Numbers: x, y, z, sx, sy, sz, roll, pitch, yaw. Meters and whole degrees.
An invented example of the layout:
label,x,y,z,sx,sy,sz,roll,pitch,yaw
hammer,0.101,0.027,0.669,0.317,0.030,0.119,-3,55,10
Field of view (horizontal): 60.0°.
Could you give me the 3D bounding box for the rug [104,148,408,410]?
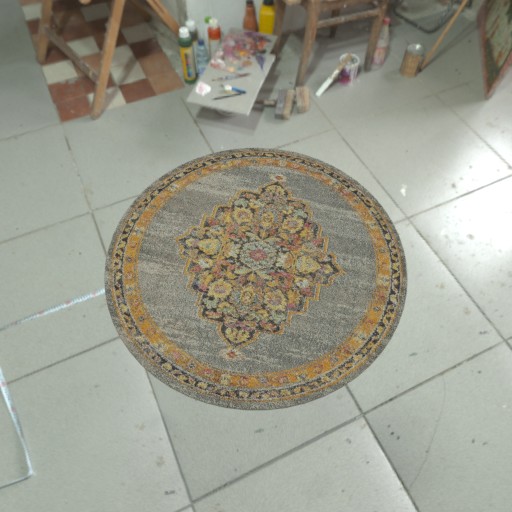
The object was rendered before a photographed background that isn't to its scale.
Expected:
label,x,y,z,sx,sy,sz,roll,pitch,yaw
rug,0.000,0.000,3.533,2.382,0.014,2.382,0,58,0
